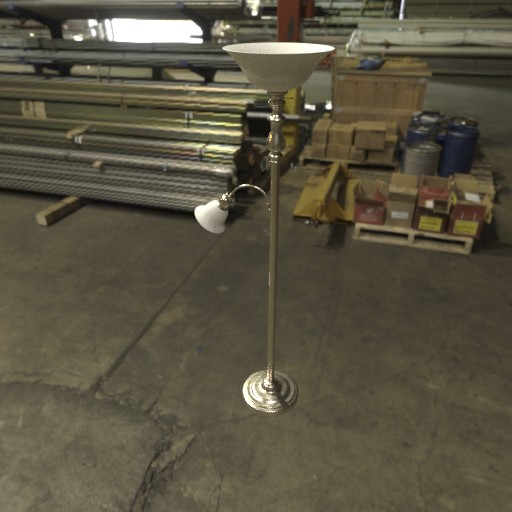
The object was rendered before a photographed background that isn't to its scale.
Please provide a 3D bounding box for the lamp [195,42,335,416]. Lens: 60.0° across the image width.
[{"bbox_3d":[0.000,0.000,2.084,0.575,1.785,0.405,9,31,14],"label":"lamp"}]
